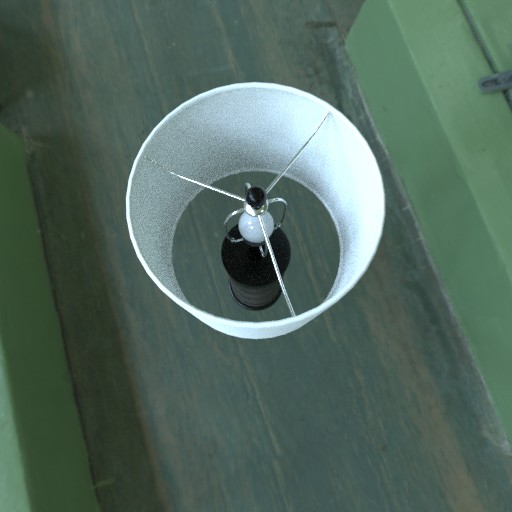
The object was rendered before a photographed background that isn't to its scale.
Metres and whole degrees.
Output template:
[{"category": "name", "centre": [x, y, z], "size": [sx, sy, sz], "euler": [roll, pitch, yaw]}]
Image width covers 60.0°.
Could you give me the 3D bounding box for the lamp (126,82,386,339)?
[{"category": "lamp", "centre": [0.000, 0.000, 0.816], "size": [0.305, 0.634, 0.305], "euler": [-18, 78, -4]}]
